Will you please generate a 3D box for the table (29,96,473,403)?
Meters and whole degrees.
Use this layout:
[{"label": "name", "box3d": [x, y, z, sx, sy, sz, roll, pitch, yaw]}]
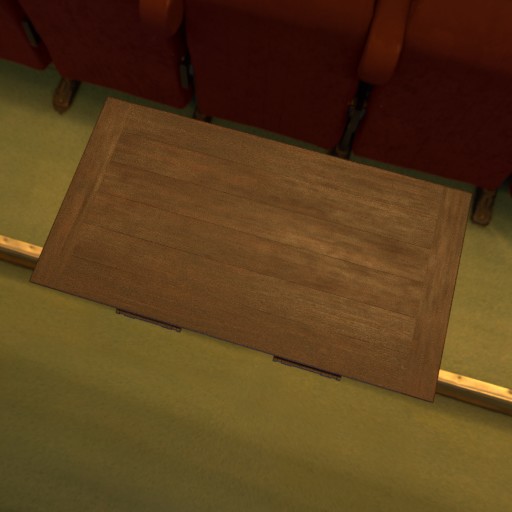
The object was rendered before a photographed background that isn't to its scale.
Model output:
[{"label": "table", "box3d": [0.000, 0.000, 1.642, 1.270, 0.494, 0.700, 16, 77, 4]}]
